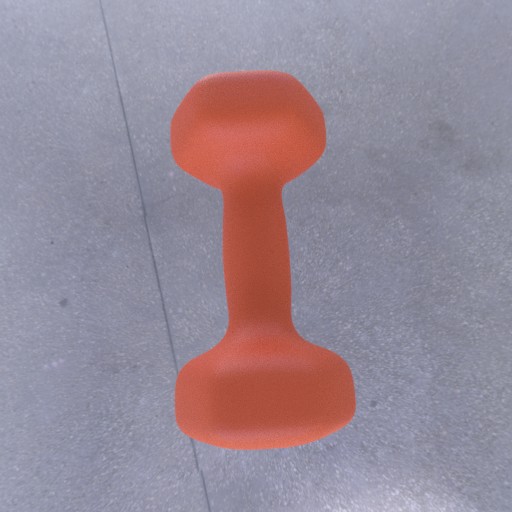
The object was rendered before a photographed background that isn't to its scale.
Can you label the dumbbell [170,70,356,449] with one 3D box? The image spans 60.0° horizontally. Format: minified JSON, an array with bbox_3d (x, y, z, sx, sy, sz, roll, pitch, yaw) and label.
[{"bbox_3d":[0.000,0.000,0.206,0.079,0.071,0.162,-3,76,-1],"label":"dumbbell"}]
